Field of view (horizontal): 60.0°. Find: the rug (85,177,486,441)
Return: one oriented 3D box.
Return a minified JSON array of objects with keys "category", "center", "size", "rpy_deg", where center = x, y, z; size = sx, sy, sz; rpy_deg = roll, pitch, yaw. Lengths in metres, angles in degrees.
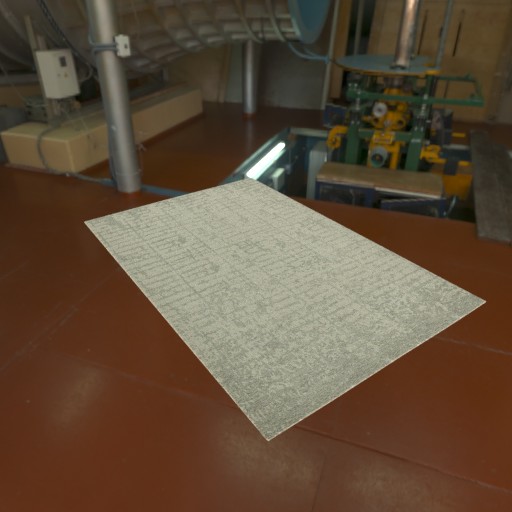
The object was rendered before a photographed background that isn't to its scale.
[{"category":"rug","center":[0.000,0.000,2.301],"size":[1.211,0.007,1.827],"rpy_deg":[-20,37,-30]}]
